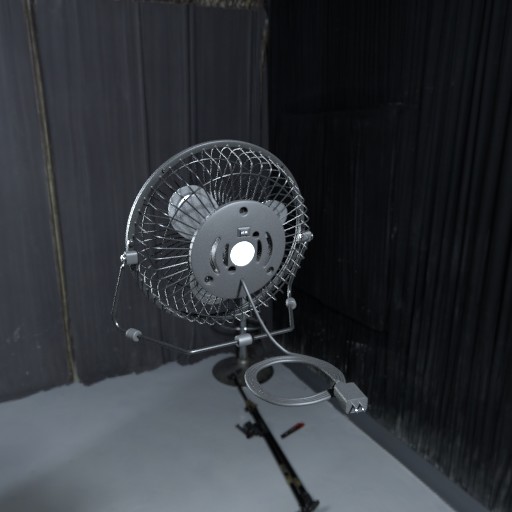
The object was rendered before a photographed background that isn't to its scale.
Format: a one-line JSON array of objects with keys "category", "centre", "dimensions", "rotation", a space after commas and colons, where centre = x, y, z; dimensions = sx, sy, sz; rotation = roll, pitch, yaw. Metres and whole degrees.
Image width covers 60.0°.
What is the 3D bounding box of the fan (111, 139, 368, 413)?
[{"category": "fan", "centre": [0.000, 0.000, 0.372], "dimensions": [0.209, 0.188, 0.227], "rotation": [-8, 17, -26]}]
